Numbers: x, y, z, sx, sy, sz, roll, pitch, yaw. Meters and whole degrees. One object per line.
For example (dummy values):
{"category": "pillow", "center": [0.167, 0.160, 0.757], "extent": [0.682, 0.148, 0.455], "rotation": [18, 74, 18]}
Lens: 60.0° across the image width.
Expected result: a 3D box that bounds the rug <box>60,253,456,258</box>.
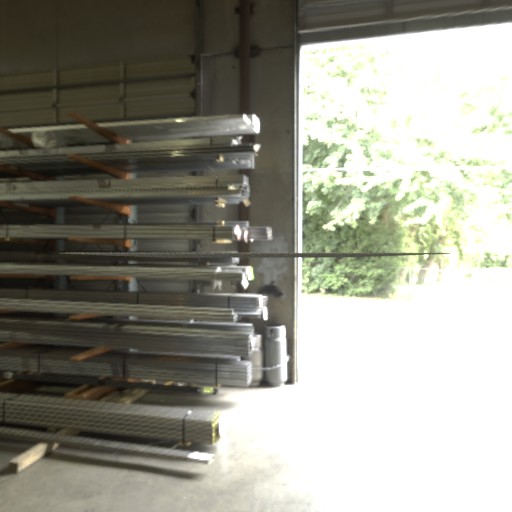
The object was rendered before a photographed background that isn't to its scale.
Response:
{"category": "rug", "center": [0.000, 0.000, 4.217], "extent": [2.354, 0.007, 3.196], "rotation": [0, -1, -1]}
